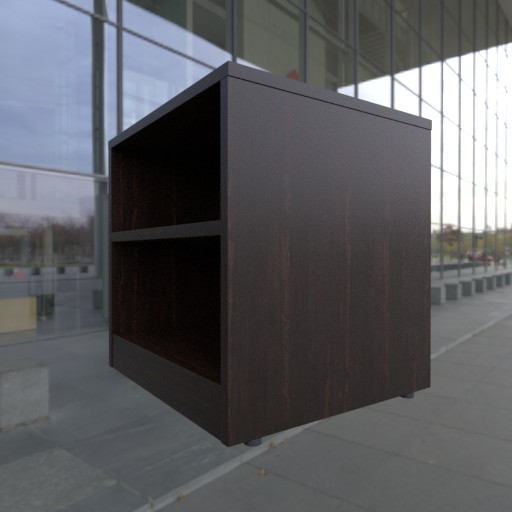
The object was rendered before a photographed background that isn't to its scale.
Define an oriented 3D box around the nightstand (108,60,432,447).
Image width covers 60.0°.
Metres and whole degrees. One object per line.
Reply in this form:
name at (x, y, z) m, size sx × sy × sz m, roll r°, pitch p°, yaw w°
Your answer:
nightstand at (0.000, 0.000, 0.870) m, size 0.427 × 0.487 × 0.489 m, roll 0°, pitch 1°, yaw -35°
